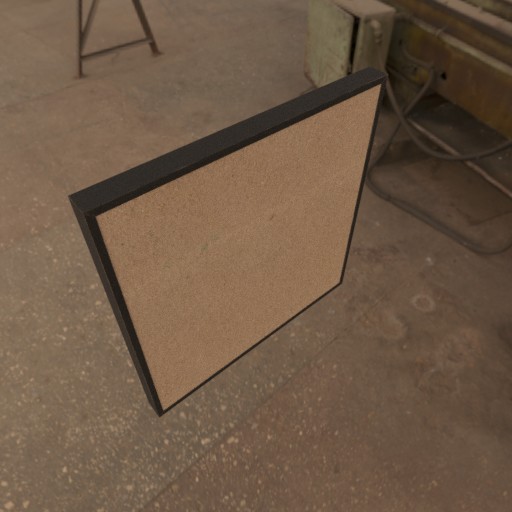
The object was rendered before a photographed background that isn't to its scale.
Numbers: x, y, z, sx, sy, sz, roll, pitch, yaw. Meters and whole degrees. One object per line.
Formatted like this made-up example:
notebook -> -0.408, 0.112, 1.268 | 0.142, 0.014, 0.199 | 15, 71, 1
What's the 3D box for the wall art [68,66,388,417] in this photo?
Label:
wall art -> 0.000, 0.000, 0.772 | 0.508, 0.508, 0.038 | -32, 54, -26
